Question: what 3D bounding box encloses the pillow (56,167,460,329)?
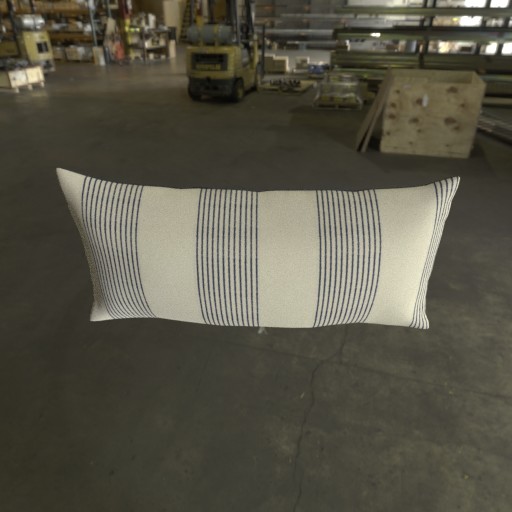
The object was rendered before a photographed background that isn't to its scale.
[{"bbox_3d":[0.000,0.000,0.728,0.610,0.287,0.151,1,30,2],"label":"pillow"}]
